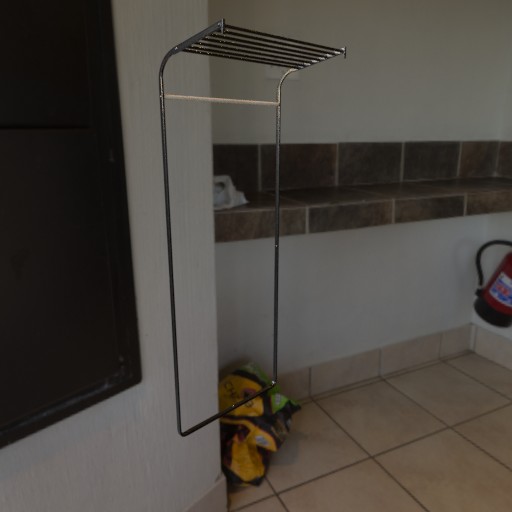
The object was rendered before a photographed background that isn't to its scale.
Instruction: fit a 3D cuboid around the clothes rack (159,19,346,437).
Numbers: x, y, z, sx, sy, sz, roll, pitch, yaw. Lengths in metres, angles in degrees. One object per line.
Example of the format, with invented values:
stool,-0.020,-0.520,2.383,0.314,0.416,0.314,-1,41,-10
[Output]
clothes rack,0.000,0.000,1.783,0.609,1.574,0.349,-14,21,-42
